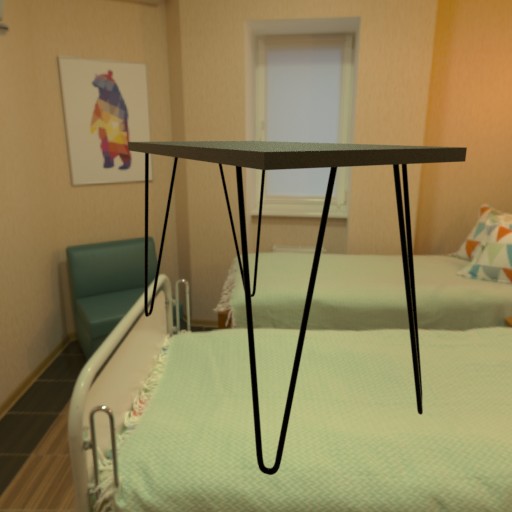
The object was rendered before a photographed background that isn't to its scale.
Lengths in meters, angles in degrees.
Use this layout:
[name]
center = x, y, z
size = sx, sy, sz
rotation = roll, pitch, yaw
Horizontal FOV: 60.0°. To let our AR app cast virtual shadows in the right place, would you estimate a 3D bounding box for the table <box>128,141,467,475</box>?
[table]
center = 0.000, 0.000, 1.348
size = 0.499, 0.660, 0.991
rotation = -8, 17, -27
